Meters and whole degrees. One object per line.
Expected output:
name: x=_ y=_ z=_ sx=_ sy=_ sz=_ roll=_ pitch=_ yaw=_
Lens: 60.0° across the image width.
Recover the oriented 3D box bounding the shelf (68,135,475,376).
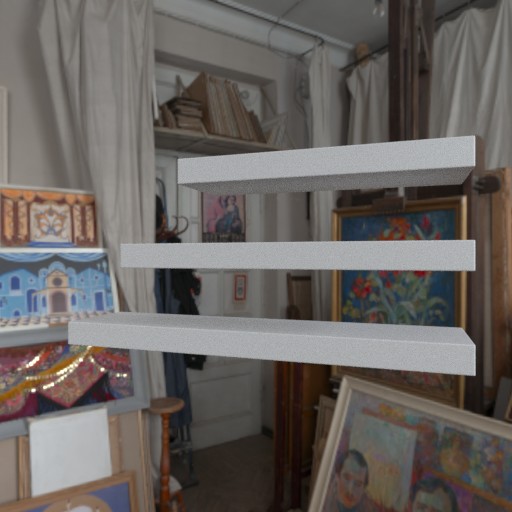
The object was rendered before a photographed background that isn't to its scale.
shelf: x=0.000 y=0.000 z=0.702 sx=0.610 sy=0.293 sz=0.140 roll=0 pitch=0 yaw=19
